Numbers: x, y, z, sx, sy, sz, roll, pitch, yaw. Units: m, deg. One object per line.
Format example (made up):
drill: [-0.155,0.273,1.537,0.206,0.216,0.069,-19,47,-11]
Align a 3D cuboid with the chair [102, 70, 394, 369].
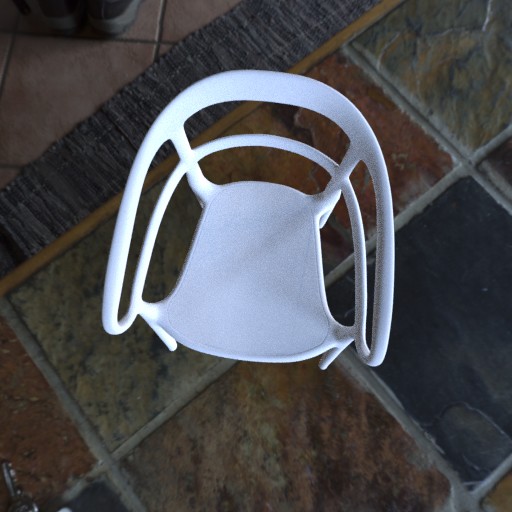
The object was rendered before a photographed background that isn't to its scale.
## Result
chair: [0.000,0.000,1.140,0.559,0.761,0.527,7,75,2]
